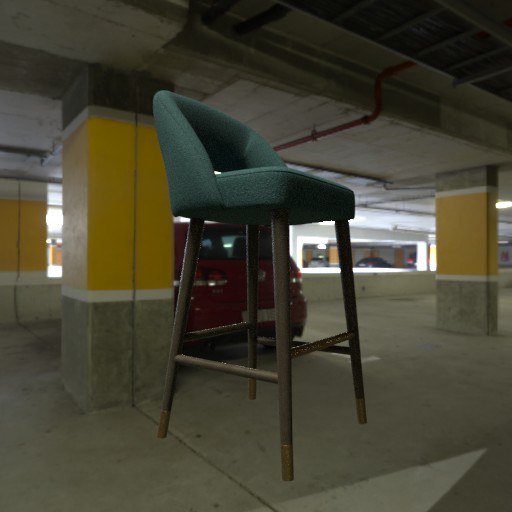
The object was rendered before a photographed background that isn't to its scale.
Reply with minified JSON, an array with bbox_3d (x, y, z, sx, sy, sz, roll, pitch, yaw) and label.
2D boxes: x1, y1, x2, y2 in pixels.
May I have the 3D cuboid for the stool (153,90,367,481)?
[{"bbox_3d":[0.000,0.000,1.342,0.522,1.032,0.536,-1,-1,36],"label":"stool"}]
